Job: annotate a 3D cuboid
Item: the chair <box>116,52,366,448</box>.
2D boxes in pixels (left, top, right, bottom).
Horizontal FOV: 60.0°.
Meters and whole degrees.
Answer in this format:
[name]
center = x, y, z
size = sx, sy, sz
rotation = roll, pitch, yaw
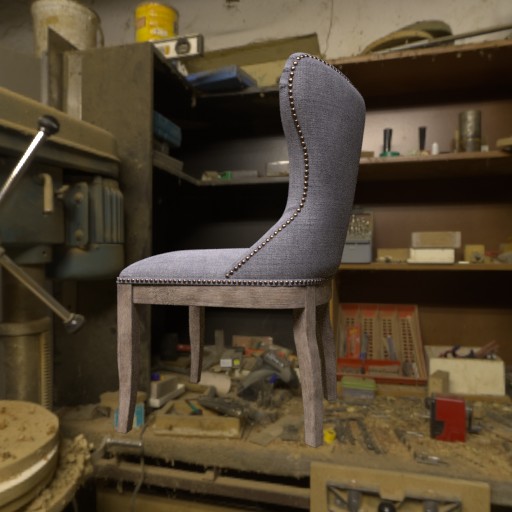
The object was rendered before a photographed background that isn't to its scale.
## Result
[chair]
center = 0.000, 0.000, 1.420
size = 0.681, 1.002, 0.654
rotation = 0, 0, 16
